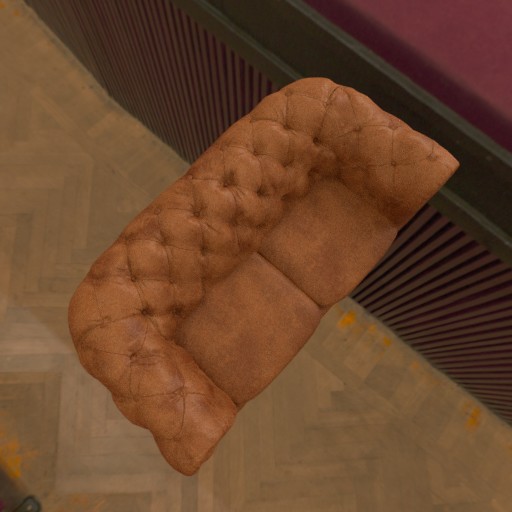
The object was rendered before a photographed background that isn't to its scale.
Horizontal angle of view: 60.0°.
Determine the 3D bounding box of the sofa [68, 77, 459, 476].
[{"bbox_3d":[0.000,0.000,2.454,1.042,0.877,1.979,42,79,10],"label":"sofa"}]
